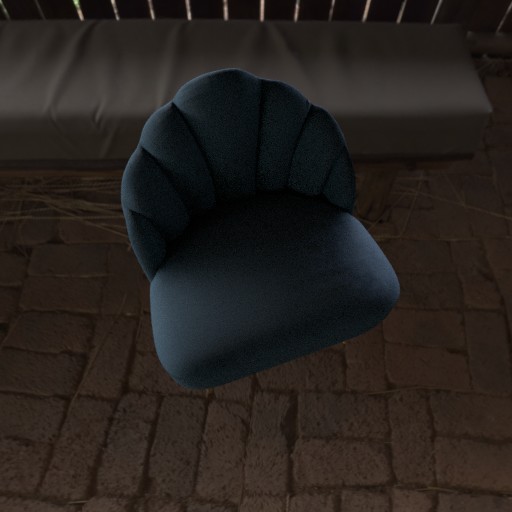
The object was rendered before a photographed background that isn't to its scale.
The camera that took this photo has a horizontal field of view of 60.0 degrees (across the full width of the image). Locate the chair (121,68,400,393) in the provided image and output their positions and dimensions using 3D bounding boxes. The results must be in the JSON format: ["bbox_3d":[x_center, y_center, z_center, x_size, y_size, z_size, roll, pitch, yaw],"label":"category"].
[{"bbox_3d":[0.000,0.000,1.268,0.657,0.819,0.599,-18,64,-9],"label":"chair"}]
